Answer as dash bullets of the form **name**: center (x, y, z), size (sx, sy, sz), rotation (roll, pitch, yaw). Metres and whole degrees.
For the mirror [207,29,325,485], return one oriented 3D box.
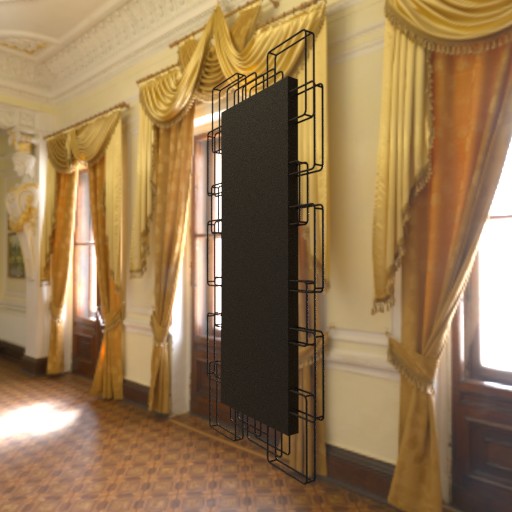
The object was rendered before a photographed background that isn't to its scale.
- **mirror**: center (0.000, 0.000, 1.362), size (0.037, 1.192, 0.565), rotation (1, -1, -35)
